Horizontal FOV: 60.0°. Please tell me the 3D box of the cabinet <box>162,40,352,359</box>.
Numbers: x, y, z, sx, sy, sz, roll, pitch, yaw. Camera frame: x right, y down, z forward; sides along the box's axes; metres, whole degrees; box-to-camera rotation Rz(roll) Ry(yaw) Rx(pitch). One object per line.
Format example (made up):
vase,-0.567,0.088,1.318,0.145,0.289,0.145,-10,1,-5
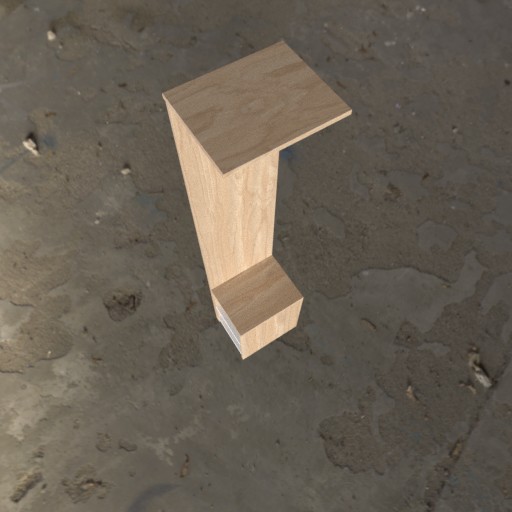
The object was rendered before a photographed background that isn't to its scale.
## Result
cabinet,0.000,0.000,2.063,0.411,1.879,0.338,-30,67,-14
